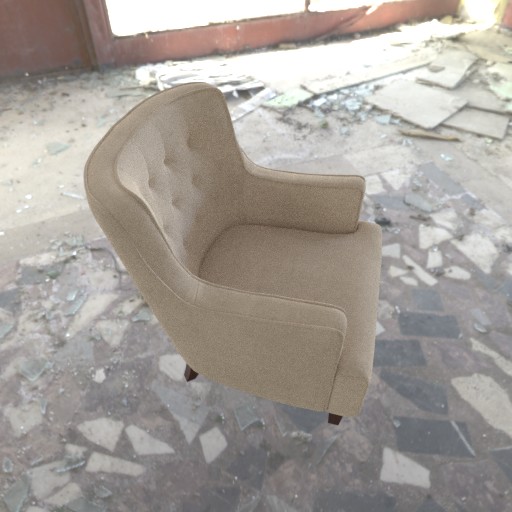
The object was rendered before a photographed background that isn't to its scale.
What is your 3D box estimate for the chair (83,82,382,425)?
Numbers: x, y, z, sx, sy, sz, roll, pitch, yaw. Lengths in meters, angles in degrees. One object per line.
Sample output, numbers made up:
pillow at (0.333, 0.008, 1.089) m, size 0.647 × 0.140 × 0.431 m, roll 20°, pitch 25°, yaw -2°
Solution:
chair at (0.000, 0.000, 1.590) m, size 0.910 × 0.920 × 0.781 m, roll 10°, pitch 46°, yaw 10°
